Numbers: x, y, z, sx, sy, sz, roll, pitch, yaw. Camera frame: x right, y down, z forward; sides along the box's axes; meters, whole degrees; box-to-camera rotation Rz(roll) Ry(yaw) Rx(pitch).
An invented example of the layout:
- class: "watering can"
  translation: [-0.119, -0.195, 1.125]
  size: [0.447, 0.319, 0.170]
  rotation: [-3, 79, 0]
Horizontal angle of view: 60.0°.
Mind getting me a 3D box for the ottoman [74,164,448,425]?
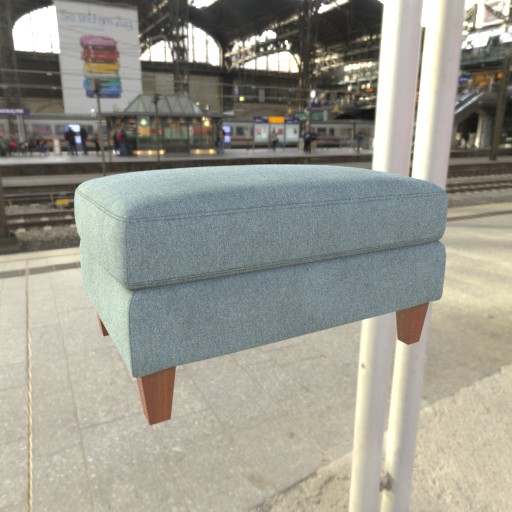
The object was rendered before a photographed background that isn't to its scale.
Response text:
- class: "ottoman"
  translation: [0.000, 0.000, 1.219]
  size: [0.864, 0.483, 0.584]
  rotation: [-8, 17, -28]
